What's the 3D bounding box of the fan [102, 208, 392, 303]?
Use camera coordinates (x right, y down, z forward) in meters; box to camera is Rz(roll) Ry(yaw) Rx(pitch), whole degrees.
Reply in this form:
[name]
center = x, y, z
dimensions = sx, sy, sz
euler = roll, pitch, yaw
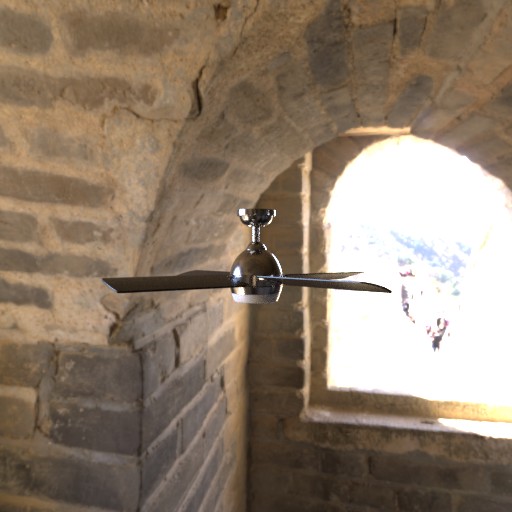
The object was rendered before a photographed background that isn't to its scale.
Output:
[fan]
center = 0.000, 0.000, 1.965
dimensions = 1.332, 0.403, 1.332
euler = 0, 0, -38
